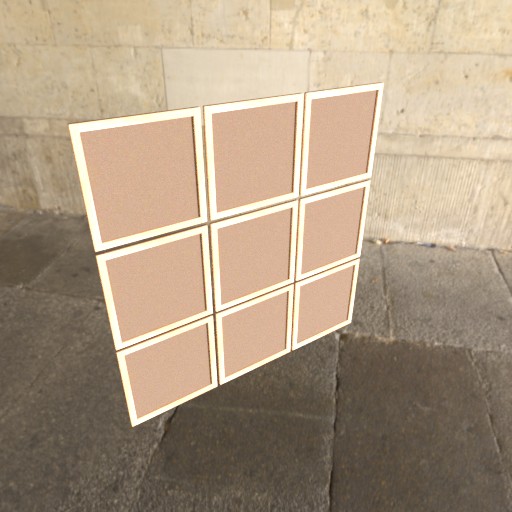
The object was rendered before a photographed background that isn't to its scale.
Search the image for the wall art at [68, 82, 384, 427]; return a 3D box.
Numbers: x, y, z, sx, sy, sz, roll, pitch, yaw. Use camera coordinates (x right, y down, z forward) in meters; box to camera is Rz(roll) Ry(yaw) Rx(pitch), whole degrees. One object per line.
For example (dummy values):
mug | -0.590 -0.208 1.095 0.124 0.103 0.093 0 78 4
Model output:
wall art | 0.000 0.000 1.794 1.216 1.218 0.013 -18 35 -28
